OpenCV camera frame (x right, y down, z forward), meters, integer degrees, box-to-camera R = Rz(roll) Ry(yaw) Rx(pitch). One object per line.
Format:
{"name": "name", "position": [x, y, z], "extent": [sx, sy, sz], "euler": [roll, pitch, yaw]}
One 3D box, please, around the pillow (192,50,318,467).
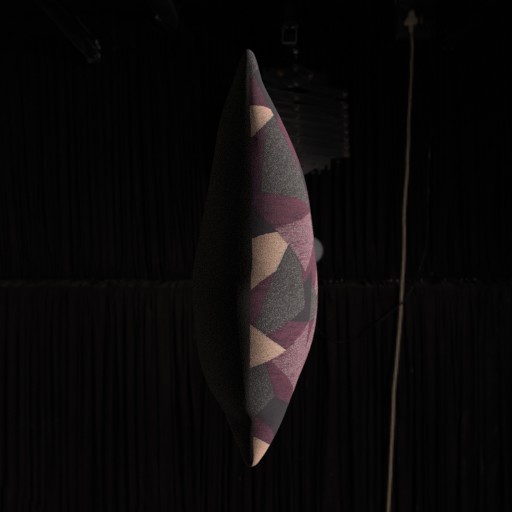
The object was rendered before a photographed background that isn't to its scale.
{"name": "pillow", "position": [0.000, 0.000, 0.764], "extent": [0.208, 0.496, 0.503], "euler": [0, 0, 0]}
